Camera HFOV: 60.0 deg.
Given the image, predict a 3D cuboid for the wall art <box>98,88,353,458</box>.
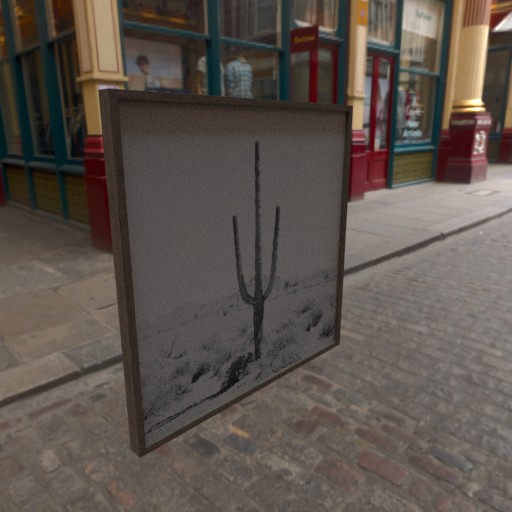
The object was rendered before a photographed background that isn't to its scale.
[{"bbox_3d":[0.000,0.000,1.142,0.038,0.762,0.762,15,22,43],"label":"wall art"}]
